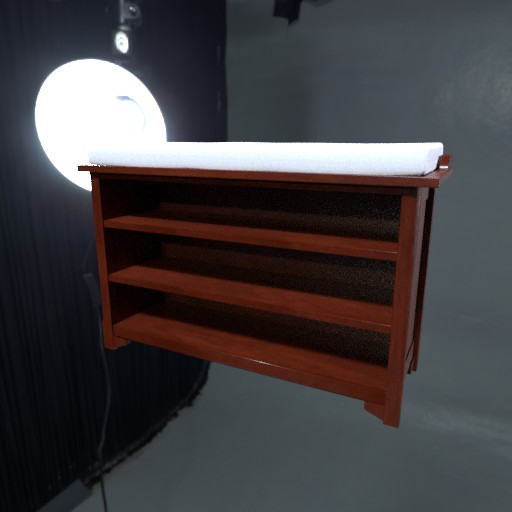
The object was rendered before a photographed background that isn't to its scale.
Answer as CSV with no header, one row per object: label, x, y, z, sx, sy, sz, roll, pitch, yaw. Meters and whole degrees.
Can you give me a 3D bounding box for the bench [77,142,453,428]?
bench,0.000,0.000,1.302,0.987,0.646,0.369,7,17,26
